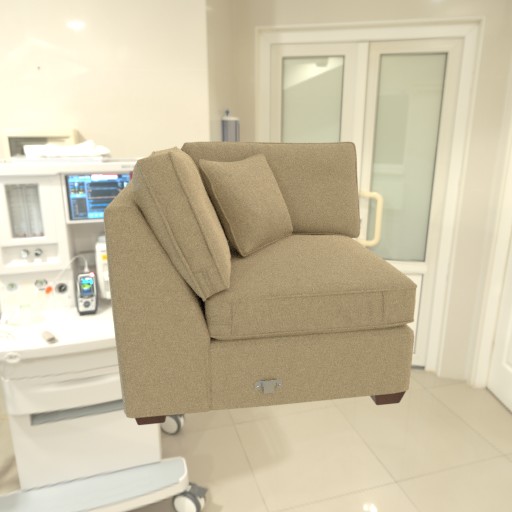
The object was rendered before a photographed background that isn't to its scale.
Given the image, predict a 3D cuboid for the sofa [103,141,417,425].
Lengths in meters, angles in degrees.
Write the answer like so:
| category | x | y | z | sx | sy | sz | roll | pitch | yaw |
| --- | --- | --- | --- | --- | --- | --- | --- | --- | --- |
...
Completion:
| category | x | y | z | sx | sy | sz | roll | pitch | yaw |
| --- | --- | --- | --- | --- | --- | --- | --- | --- | --- |
| sofa | 0.000 | 0.000 | 2.033 | 1.146 | 1.002 | 1.084 | -3 | 16 | -9 |
